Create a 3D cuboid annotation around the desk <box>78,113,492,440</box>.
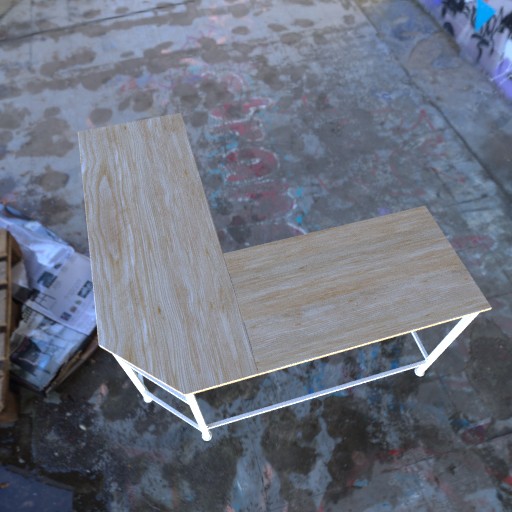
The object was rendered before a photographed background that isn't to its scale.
[{"bbox_3d":[0.000,0.000,2.173,1.379,0.739,1.379,-14,57,-9],"label":"desk"}]
